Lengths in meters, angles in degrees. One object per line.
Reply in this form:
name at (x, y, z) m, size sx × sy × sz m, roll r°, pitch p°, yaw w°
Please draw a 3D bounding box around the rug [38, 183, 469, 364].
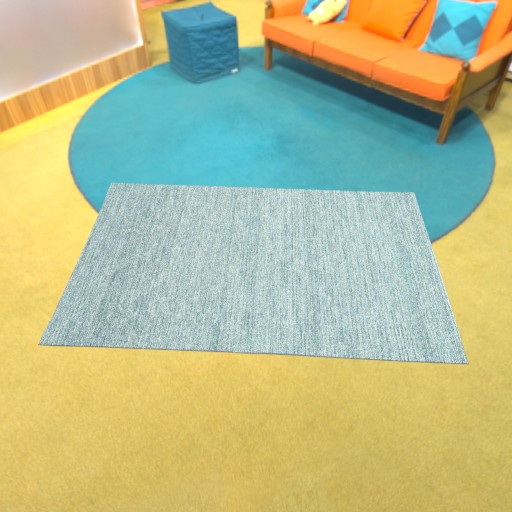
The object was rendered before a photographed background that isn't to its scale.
rug at (0.000, 0.000, 2.293) m, size 1.853 × 0.022 × 1.174 m, roll 2°, pitch 46°, yaw 2°
